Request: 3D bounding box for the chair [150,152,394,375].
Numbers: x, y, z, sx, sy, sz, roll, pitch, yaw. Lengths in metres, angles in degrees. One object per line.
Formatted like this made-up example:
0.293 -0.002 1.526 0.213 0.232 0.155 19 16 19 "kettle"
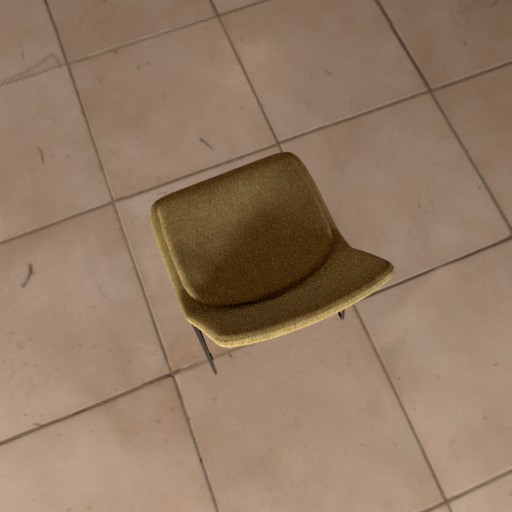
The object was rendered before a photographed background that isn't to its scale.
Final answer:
0.000 0.000 1.146 0.479 0.849 0.496 -22 75 -6 "chair"
